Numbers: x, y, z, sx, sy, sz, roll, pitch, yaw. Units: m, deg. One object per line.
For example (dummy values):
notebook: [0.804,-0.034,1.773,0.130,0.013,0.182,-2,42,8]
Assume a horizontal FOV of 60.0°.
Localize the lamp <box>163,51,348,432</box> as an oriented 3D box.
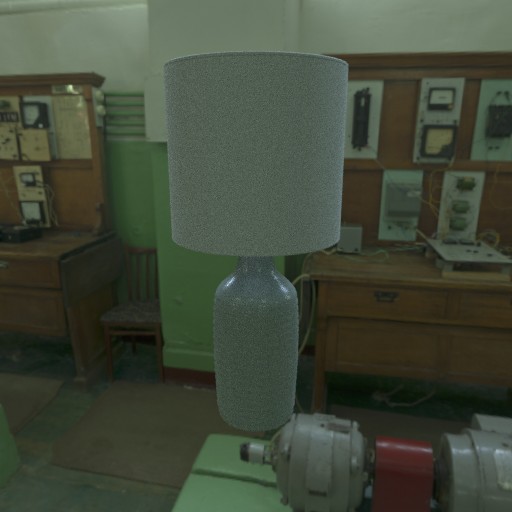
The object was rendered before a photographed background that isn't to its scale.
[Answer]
lamp: [0.000,0.000,0.601,0.220,0.475,0.220,3,15,10]
